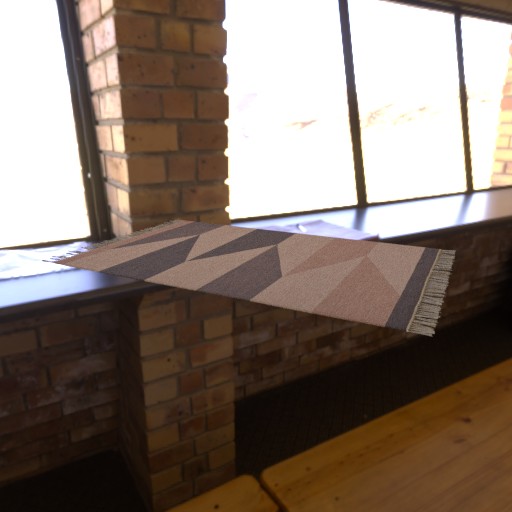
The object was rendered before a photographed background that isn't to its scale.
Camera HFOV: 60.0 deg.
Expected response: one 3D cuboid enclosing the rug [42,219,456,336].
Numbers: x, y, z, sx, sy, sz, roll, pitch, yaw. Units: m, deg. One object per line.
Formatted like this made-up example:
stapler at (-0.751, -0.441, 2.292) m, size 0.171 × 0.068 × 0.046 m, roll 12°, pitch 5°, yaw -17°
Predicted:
rug at (0.000, 0.000, 2.499) m, size 2.021 × 0.027 × 1.224 m, roll 8°, pitch 18°, yaw 26°
